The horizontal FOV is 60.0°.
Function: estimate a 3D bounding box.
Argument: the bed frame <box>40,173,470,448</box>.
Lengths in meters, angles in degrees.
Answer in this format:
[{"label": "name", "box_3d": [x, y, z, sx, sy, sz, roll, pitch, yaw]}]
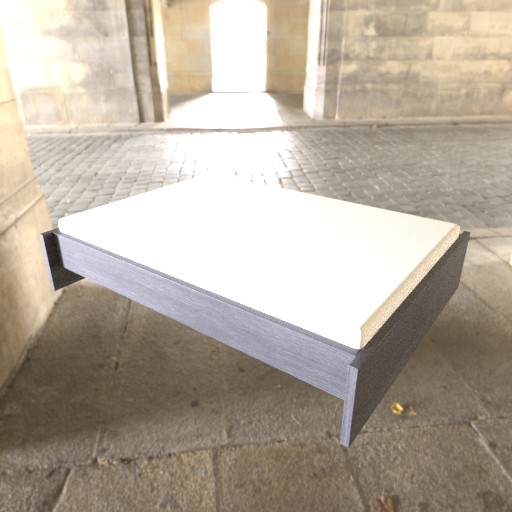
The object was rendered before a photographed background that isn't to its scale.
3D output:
[{"label": "bed frame", "box_3d": [0.000, 0.000, 2.583, 1.950, 0.432, 1.490, 18, 30, 33]}]
